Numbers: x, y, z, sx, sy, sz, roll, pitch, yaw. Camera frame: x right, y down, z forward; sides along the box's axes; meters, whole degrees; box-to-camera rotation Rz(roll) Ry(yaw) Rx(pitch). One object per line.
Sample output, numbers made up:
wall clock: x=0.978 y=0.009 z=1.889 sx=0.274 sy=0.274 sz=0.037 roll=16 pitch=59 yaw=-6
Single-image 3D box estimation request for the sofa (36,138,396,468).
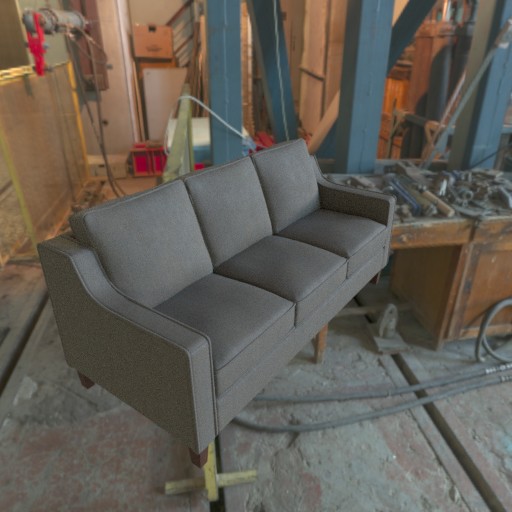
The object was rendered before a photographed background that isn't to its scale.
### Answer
sofa: x=0.000 y=0.000 z=2.533 sx=0.911 sy=0.974 sz=1.986 roll=19 pitch=33 yaw=32
